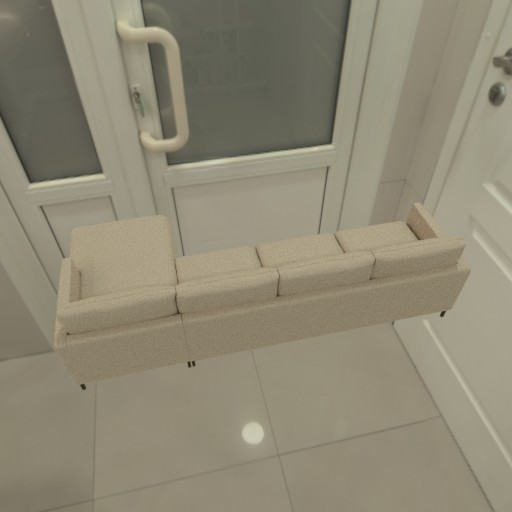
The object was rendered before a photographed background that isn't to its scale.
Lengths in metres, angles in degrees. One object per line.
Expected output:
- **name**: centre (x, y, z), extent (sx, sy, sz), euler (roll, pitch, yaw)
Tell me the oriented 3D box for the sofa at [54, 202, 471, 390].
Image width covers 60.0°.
- **sofa**: centre (0.000, 0.000, 3.296), extent (2.731, 0.755, 1.258), euler (-9, 47, -9)
